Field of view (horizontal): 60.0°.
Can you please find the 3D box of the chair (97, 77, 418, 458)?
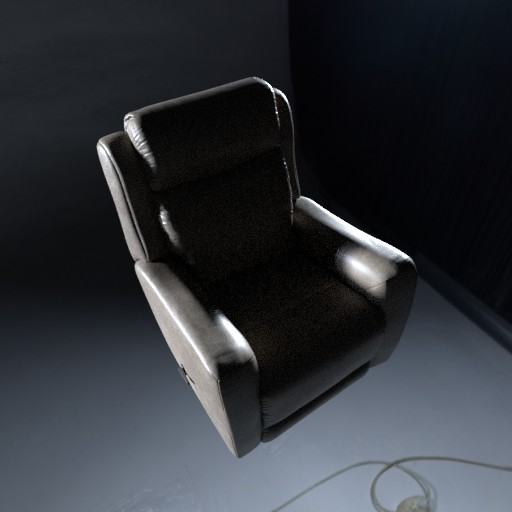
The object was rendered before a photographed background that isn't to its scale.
[{"bbox_3d":[0.000,0.000,1.913,0.967,1.116,1.068,-25,50,-23],"label":"chair"}]
